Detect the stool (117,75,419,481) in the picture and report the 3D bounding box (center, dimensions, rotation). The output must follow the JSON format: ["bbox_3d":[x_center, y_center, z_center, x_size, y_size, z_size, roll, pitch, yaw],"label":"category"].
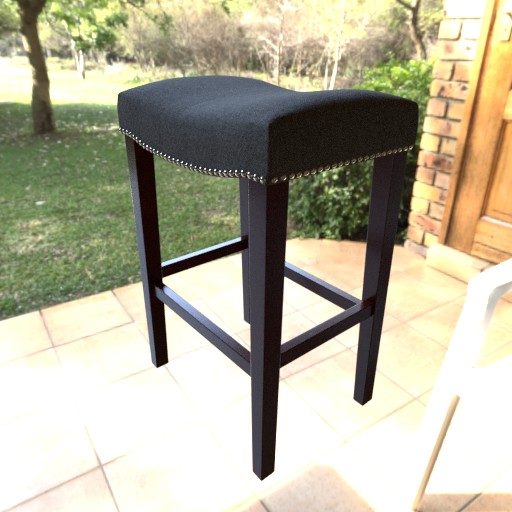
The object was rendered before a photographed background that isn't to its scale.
[{"bbox_3d":[0.000,0.000,1.015,0.372,0.742,0.504,-20,33,-35],"label":"stool"}]
